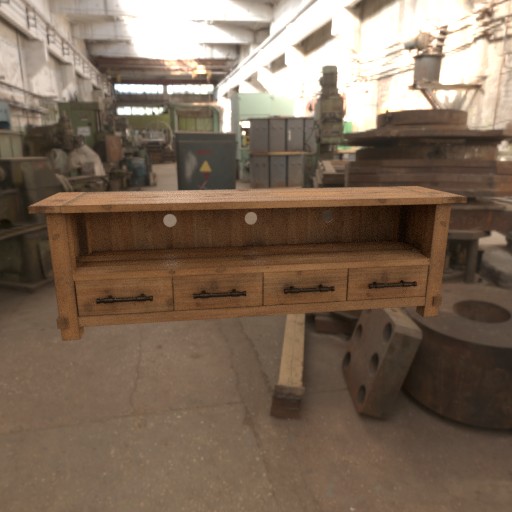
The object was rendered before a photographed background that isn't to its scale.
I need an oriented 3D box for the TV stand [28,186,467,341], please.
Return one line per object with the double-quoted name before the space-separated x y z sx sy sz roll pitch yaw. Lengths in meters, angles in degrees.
"TV stand" 0.000 0.000 2.072 1.804 0.573 0.453 -2 15 -9
